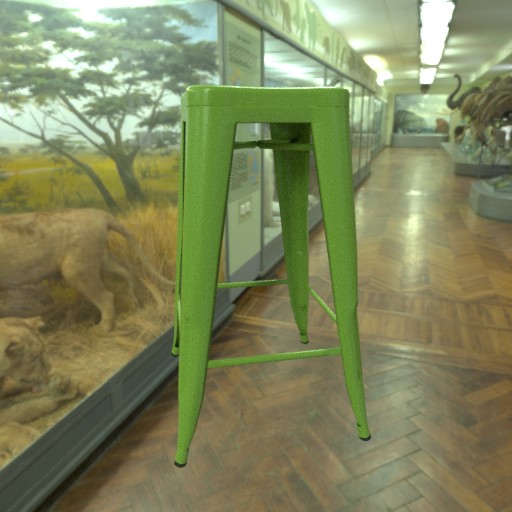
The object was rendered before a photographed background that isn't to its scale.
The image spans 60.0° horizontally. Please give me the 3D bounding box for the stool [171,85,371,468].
[{"bbox_3d":[0.000,0.000,0.871,0.358,0.609,0.398,-3,18,-10],"label":"stool"}]
